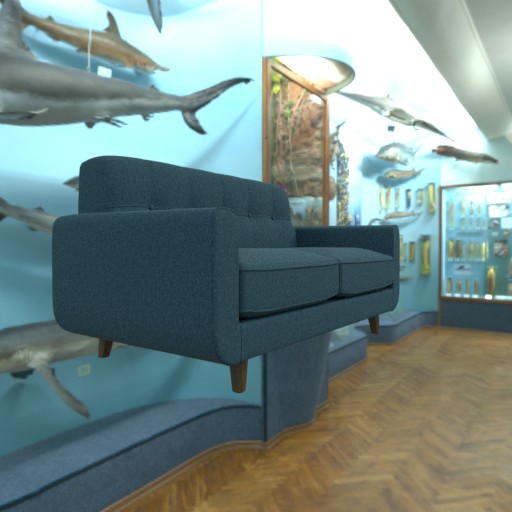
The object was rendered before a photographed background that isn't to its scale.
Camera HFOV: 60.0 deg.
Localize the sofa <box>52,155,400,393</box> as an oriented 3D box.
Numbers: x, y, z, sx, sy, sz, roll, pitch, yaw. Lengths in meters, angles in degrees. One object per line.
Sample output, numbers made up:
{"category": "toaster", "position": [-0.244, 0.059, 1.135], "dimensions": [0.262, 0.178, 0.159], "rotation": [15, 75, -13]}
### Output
{"category": "sofa", "position": [0.000, 0.000, 2.246], "dimensions": [0.942, 0.896, 1.651], "rotation": [1, 2, 37]}
